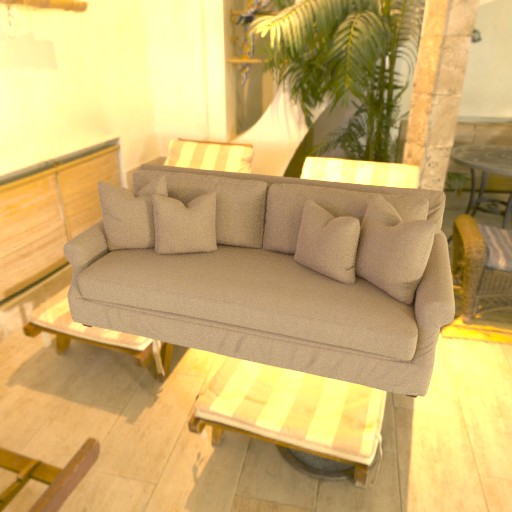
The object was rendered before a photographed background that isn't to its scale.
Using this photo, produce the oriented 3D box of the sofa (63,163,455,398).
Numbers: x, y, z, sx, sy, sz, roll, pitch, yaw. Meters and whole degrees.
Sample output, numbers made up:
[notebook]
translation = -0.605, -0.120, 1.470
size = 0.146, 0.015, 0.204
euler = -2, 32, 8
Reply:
[sofa]
translation = 0.000, 0.000, 2.804
size = 2.285, 0.904, 1.067
euler = 8, 28, 16
